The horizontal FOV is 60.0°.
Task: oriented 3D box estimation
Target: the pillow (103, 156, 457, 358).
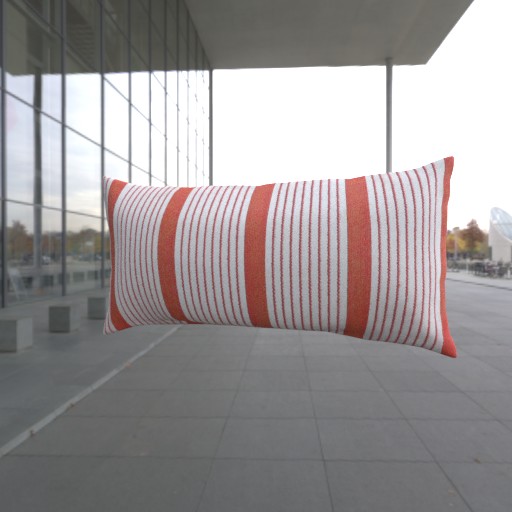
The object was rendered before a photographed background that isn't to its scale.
[{"bbox_3d":[0.000,0.000,0.732,0.608,0.297,0.151,0,0,19],"label":"pillow"}]
